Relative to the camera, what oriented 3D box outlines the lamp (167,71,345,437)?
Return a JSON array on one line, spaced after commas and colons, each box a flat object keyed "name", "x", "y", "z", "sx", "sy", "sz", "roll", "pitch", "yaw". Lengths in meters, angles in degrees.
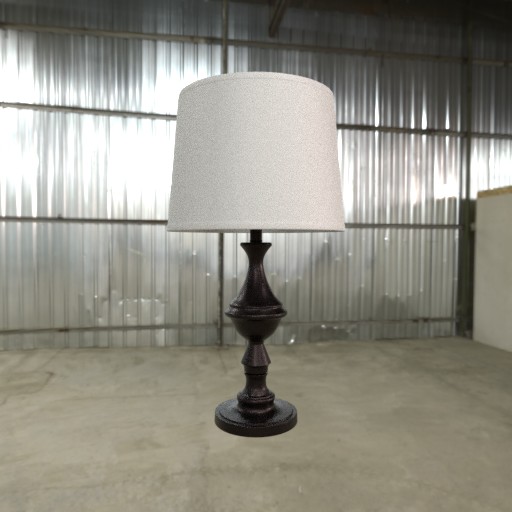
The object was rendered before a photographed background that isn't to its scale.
[{"name": "lamp", "x": 0.000, "y": 0.000, "z": 0.972, "sx": 0.383, "sy": 0.726, "sz": 0.383, "roll": 0, "pitch": 2, "yaw": 0}]
